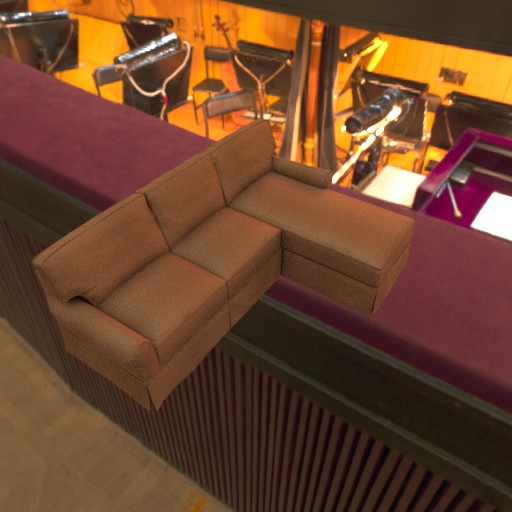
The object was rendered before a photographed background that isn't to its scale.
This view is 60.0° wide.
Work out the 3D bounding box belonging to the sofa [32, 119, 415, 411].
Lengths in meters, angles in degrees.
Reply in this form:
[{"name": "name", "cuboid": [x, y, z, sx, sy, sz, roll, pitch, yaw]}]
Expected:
[{"name": "sofa", "cuboid": [0.000, 0.000, 3.313, 1.733, 0.978, 2.475, 25, 47, 25]}]
